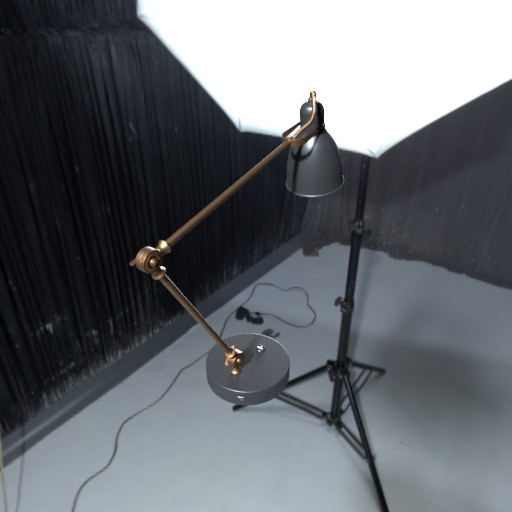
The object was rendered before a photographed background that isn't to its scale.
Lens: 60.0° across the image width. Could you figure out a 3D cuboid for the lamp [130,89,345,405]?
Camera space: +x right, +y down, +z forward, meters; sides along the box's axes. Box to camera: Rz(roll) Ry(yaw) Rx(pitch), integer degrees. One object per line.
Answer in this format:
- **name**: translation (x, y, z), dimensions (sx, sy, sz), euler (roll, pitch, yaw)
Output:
- **lamp**: translation (0.000, 0.000, 0.880), dimensions (0.187, 0.587, 0.561), euler (21, 36, 31)
